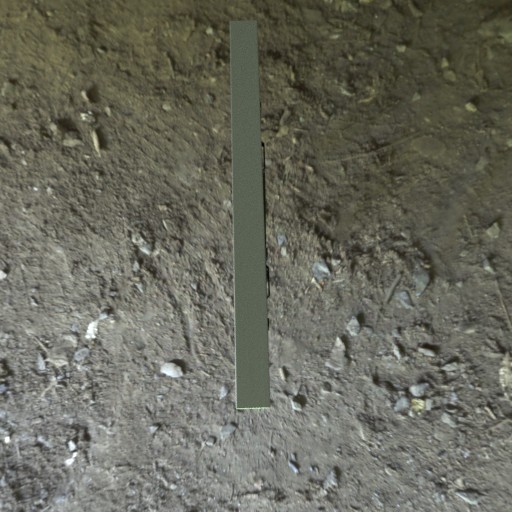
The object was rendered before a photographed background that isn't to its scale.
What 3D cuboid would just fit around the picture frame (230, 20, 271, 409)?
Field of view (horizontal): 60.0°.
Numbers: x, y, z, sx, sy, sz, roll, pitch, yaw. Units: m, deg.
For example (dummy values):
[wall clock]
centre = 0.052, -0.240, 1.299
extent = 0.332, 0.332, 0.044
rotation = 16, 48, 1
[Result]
[picture frame]
centre = 0.000, 0.000, 0.519
extent = 0.036, 0.386, 0.307
rotation = -2, 76, 0
